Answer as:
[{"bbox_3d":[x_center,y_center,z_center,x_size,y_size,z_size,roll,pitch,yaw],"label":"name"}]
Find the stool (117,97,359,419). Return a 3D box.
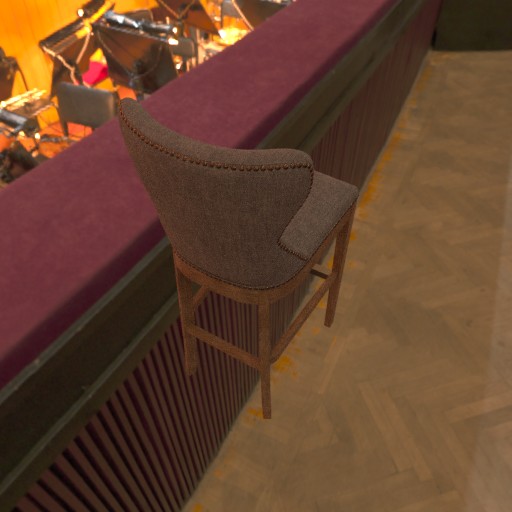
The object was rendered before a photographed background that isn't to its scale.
[{"bbox_3d":[0.000,0.000,1.430,0.494,1.123,0.606,23,49,21],"label":"stool"}]
